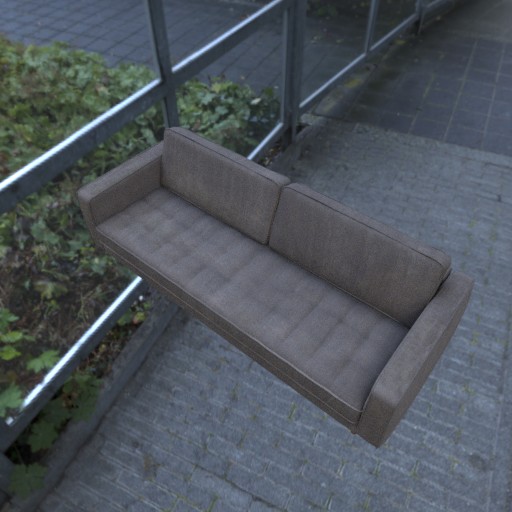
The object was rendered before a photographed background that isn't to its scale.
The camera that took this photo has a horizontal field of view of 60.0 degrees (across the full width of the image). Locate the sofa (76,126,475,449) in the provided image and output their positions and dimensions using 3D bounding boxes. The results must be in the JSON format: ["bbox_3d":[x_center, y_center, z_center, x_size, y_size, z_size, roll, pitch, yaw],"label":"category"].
[{"bbox_3d":[0.000,0.000,2.681,2.295,0.813,0.923,31,54,26],"label":"sofa"}]
